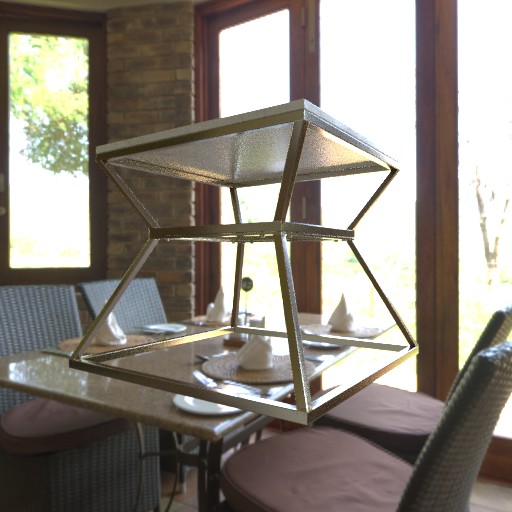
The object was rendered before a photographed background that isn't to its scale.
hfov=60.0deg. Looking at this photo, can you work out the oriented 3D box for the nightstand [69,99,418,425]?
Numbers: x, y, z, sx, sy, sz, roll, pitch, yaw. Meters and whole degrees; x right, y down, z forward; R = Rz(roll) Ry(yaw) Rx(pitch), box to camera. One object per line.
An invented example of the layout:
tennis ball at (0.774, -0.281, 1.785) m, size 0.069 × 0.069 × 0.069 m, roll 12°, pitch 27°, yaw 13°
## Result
nightstand at (0.000, 0.000, 0.910) m, size 0.513 × 0.426 × 0.514 m, roll 0°, pitch 0°, yaw 35°
